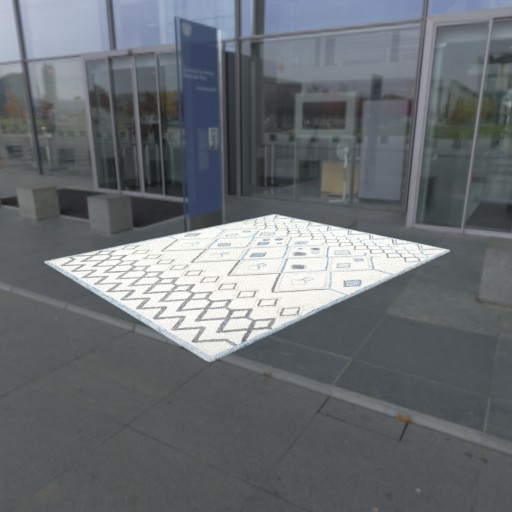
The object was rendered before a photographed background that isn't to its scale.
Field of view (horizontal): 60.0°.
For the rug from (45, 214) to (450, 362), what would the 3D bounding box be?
[{"bbox_3d":[0.000,0.000,4.245,3.056,0.013,2.441,-16,23,-42],"label":"rug"}]
